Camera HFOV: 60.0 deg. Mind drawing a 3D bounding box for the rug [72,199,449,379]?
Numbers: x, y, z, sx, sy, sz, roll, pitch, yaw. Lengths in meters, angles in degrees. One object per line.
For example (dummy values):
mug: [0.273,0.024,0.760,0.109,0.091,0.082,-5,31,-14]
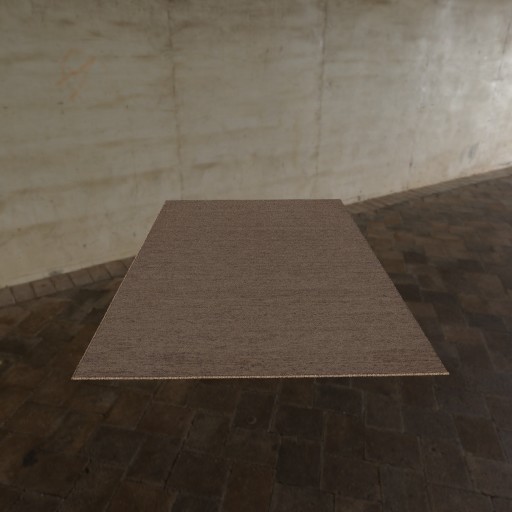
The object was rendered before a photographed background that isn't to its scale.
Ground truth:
rug: [0.000,0.000,2.269,1.225,0.013,1.840,0,25,-1]
